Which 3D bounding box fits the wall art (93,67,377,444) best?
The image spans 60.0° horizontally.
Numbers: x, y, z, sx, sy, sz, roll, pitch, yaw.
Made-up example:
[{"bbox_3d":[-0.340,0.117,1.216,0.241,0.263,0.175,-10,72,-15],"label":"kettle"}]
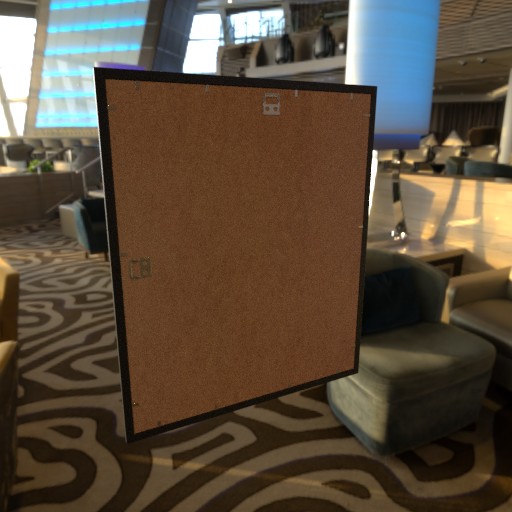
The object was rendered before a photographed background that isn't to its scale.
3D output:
[{"bbox_3d":[0.000,0.000,0.882,0.559,0.660,0.018,-8,17,-27],"label":"wall art"}]
